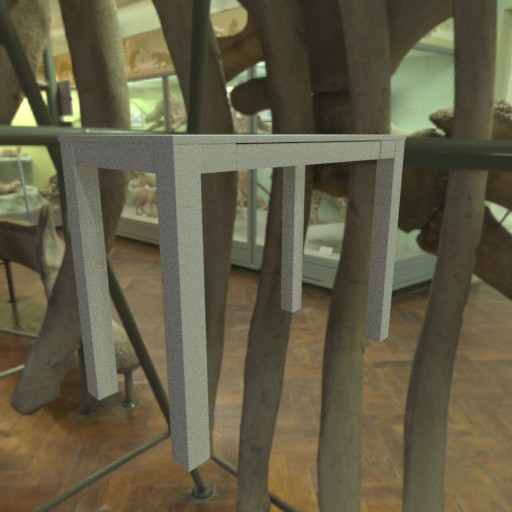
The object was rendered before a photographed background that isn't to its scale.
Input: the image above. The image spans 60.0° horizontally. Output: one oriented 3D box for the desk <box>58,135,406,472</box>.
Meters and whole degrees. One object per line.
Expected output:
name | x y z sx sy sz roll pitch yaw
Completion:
desk | 0.000 0.000 1.446 0.497 0.762 0.990 14 21 41
